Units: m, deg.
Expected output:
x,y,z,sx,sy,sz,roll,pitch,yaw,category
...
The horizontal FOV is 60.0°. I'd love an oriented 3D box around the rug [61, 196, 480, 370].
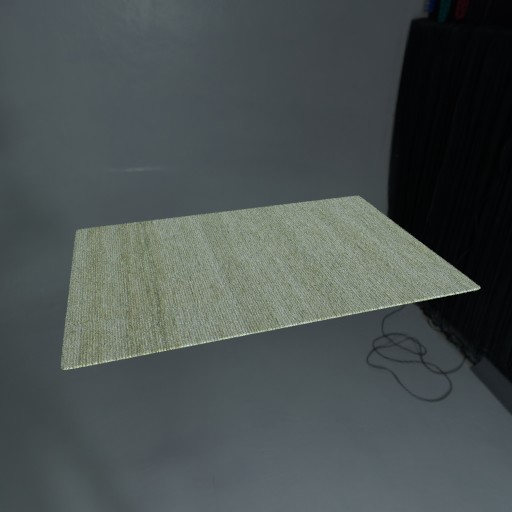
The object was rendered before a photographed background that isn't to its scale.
x,y,z,sx,sy,sz,roll,pitch,yaw,category
0.000,0.000,2.226,1.758,0.010,1.143,-9,31,-15,rug
